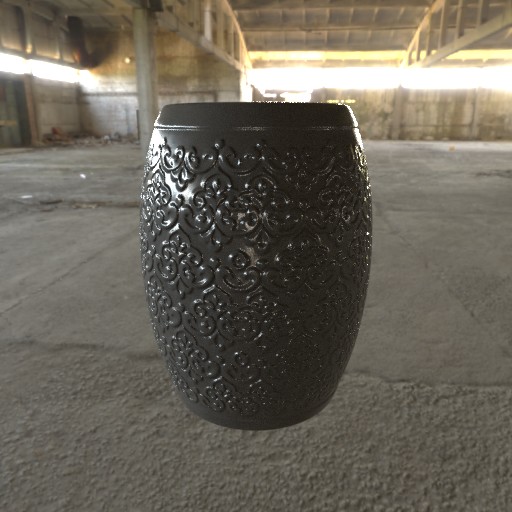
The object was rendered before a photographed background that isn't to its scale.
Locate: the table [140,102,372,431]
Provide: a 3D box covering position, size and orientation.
[{"bbox_3d":[0.000,0.000,0.614,0.309,0.397,0.309,0,17,0],"label":"table"}]
